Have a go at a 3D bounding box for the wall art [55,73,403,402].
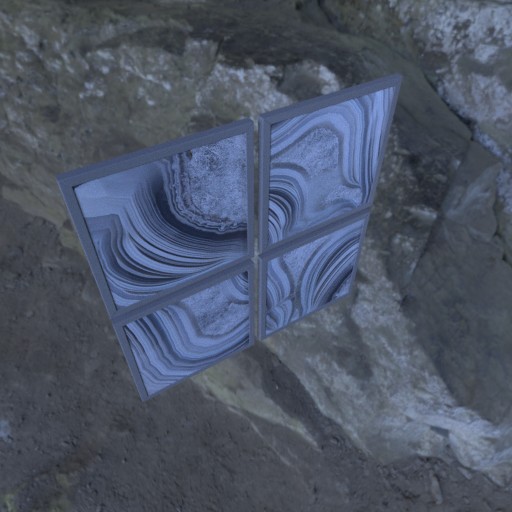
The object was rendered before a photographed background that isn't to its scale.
[{"bbox_3d":[0.000,0.000,1.661,1.118,1.118,0.029,-24,50,-22],"label":"wall art"}]
